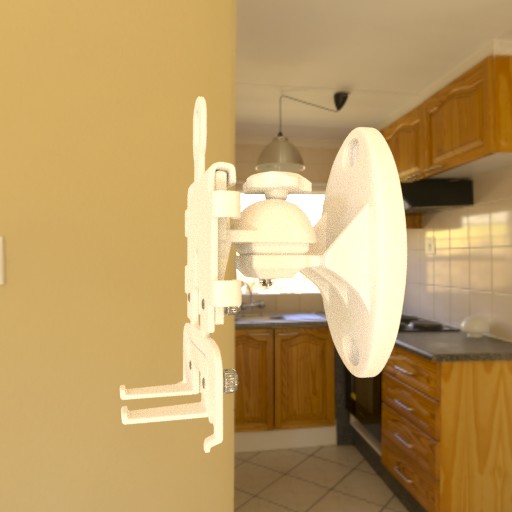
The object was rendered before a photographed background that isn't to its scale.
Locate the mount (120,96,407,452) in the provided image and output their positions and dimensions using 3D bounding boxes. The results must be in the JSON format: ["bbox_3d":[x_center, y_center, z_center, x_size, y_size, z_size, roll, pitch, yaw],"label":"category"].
[{"bbox_3d":[0.000,0.000,0.172,0.100,0.118,0.066,0,0,-18],"label":"mount"}]
